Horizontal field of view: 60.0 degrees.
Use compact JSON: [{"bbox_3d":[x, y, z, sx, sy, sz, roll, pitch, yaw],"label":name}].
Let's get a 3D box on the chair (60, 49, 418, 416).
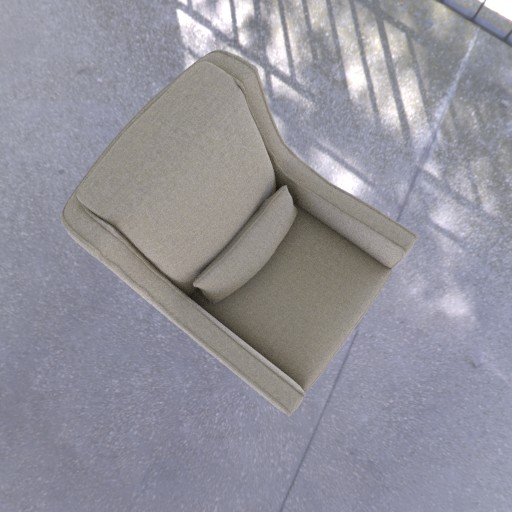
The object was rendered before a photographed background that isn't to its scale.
[{"bbox_3d":[0.000,0.000,1.596,0.879,0.993,0.732,37,79,9],"label":"chair"}]
